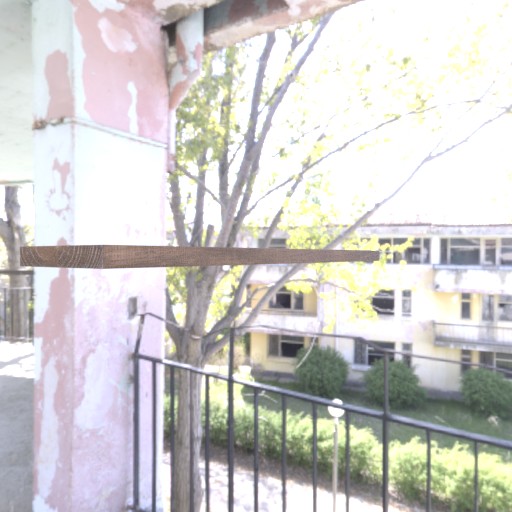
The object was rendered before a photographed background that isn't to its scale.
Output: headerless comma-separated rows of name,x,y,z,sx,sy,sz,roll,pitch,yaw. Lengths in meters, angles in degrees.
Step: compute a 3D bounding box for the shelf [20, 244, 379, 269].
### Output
shelf,0.000,0.000,0.649,0.140,0.020,0.610,0,0,36
